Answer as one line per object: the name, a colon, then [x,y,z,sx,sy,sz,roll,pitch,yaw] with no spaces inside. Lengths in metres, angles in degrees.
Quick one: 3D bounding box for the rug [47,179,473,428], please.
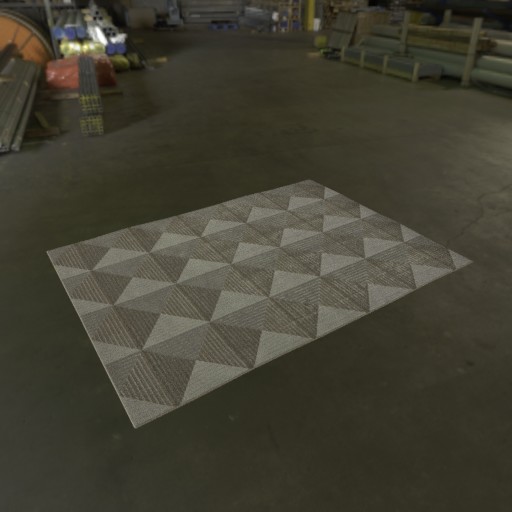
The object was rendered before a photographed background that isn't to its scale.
rug: [0.000,0.000,4.278,3.333,0.027,2.428,-19,37,-28]
